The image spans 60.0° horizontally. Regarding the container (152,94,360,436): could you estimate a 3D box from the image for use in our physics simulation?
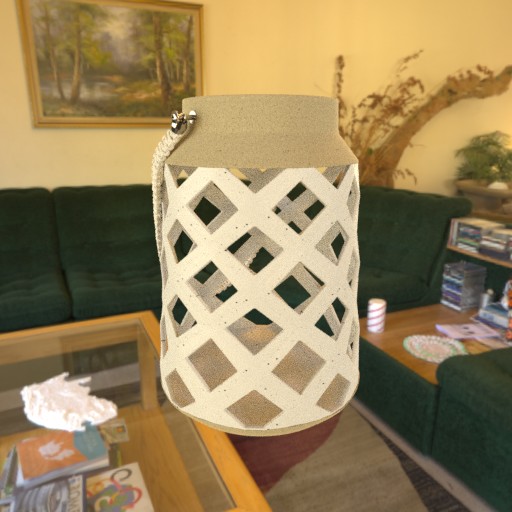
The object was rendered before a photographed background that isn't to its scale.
[{"bbox_3d":[0.000,0.000,0.345,0.163,0.229,0.172,-14,21,-40],"label":"container"}]
